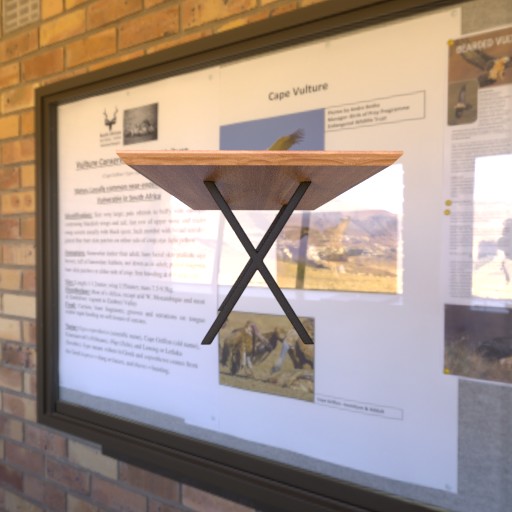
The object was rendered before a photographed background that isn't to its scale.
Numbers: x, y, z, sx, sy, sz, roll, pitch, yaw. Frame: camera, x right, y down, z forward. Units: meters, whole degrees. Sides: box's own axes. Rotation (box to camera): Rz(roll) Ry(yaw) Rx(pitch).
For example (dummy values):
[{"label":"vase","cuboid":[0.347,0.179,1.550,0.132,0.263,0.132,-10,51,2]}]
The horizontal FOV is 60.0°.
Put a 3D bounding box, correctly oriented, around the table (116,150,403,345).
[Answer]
[{"label":"table","cuboid":[0.000,0.000,2.545,1.000,0.770,2.000,0,1,-1]}]
